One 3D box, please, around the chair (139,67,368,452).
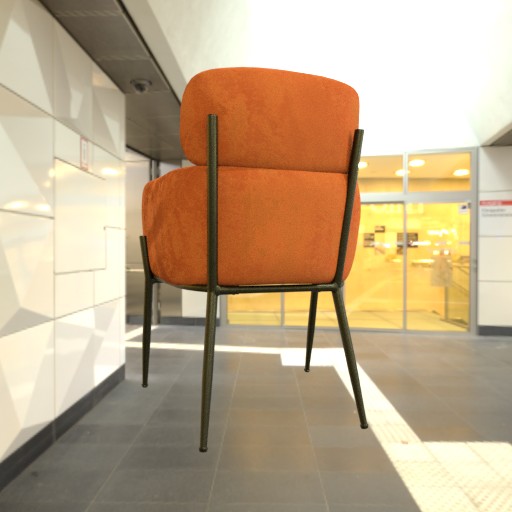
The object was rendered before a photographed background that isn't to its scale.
[{"bbox_3d":[0.000,0.000,1.140,0.561,0.772,0.523,0,1,-18],"label":"chair"}]
